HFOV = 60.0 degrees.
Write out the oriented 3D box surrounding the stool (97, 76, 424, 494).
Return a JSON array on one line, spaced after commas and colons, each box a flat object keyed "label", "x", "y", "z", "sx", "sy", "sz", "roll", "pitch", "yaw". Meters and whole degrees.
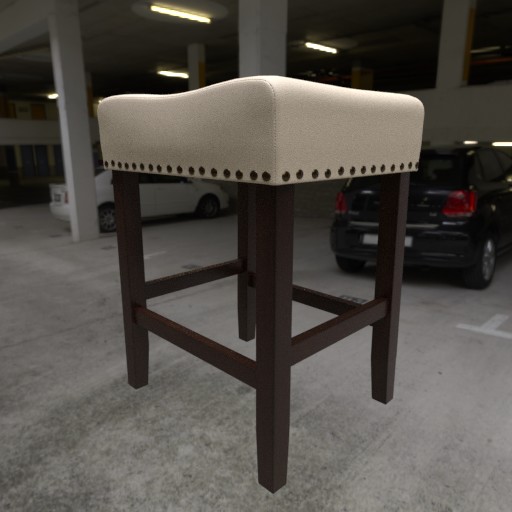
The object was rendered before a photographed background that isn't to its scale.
[{"label": "stool", "x": 0.000, "y": 0.000, "z": 0.888, "sx": 0.401, "sy": 0.609, "sz": 0.471, "roll": -14, "pitch": 20, "yaw": -43}]
